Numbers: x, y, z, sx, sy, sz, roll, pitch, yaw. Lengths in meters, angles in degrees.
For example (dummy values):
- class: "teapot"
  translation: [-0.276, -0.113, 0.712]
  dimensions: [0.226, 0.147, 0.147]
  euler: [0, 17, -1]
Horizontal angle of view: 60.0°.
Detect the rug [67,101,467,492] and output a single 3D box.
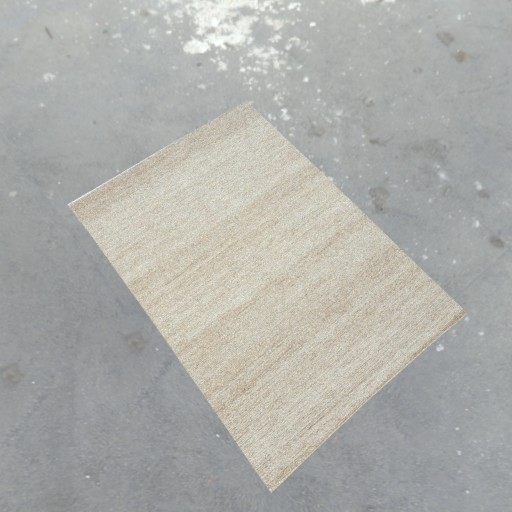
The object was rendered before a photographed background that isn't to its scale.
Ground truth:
- class: "rug"
  translation: [0.000, 0.000, 2.944]
  dimensions: [1.596, 0.030, 2.283]
  euler: [-35, 69, -16]
